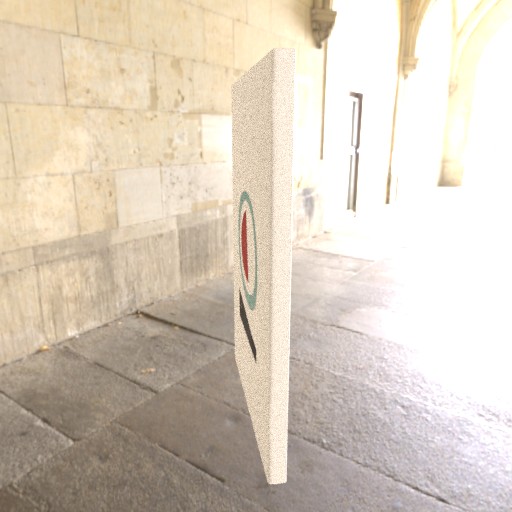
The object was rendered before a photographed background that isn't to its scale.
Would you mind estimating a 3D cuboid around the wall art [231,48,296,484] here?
[{"bbox_3d":[0.000,0.000,1.162,0.048,0.902,0.602,-3,16,-9],"label":"wall art"}]
